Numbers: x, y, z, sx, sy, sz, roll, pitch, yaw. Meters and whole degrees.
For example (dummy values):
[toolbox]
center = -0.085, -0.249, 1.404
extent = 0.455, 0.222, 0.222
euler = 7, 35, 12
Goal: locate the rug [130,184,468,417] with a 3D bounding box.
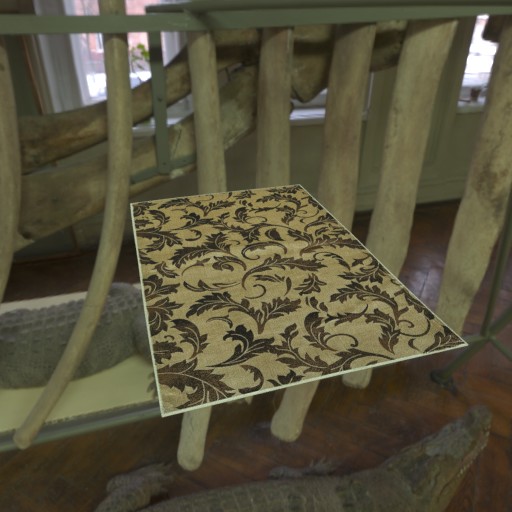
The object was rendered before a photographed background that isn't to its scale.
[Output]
[rug]
center = 0.000, 0.000, 2.955
extent = 1.522, 0.008, 2.284
euler = -9, 31, -15
